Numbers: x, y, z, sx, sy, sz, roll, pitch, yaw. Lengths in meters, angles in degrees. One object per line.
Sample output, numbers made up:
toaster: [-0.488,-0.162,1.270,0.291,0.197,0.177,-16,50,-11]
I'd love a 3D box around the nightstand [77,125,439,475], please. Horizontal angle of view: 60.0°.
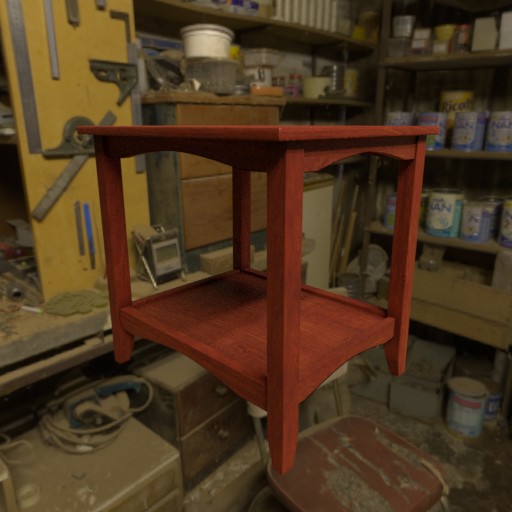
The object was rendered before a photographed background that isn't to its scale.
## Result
nightstand: [0.000,0.000,0.993,0.558,0.558,0.501,15,22,41]
